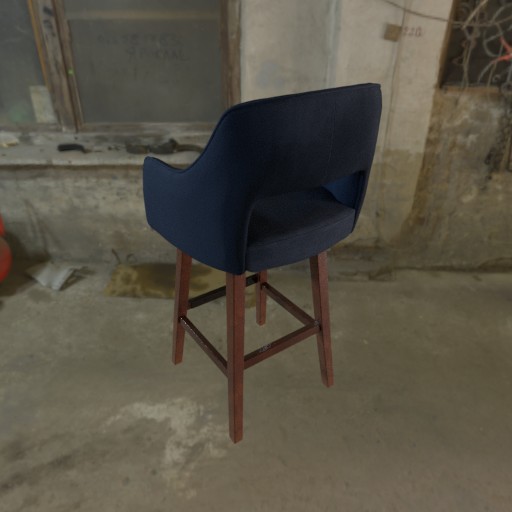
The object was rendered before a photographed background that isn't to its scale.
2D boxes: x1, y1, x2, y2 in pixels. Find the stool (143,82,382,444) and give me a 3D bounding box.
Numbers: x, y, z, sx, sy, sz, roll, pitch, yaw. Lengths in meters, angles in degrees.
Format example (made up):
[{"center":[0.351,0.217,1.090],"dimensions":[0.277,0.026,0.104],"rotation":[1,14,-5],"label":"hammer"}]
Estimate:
[{"center":[0.000,0.000,1.344],"dimensions":[0.550,1.041,0.560],"rotation":[-20,36,-30],"label":"stool"}]
